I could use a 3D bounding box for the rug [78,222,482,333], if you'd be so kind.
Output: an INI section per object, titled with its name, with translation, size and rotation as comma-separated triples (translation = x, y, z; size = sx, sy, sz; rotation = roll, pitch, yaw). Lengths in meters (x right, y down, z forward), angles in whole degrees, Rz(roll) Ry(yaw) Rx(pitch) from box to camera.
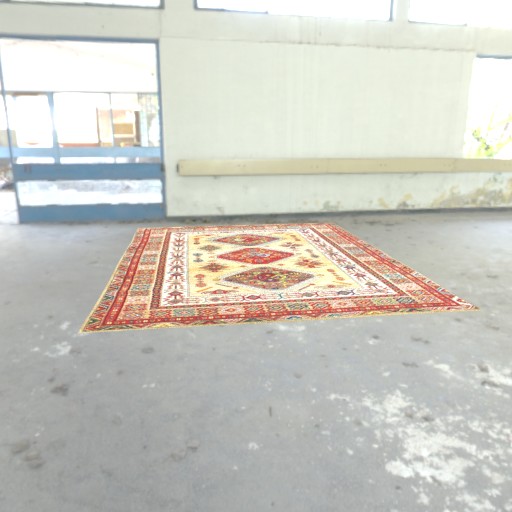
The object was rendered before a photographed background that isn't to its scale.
[rug]
translation = 0.000, 0.000, 4.101
size = 2.460, 0.005, 3.067
rotation = -2, 15, -8
